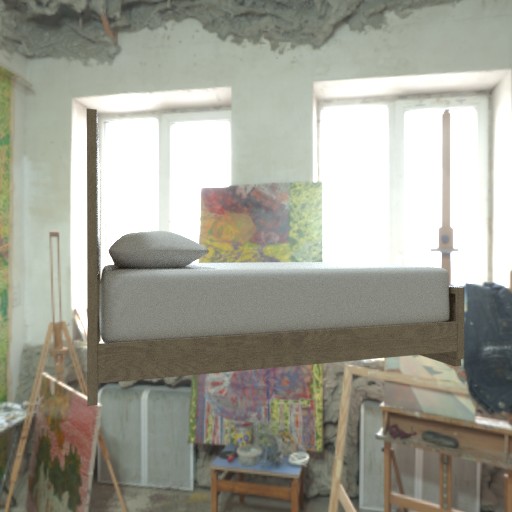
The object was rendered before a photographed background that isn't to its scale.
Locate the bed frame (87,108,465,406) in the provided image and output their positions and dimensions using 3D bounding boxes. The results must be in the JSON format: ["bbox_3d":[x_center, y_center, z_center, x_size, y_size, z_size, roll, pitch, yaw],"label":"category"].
[{"bbox_3d":[0.000,0.000,3.151,2.189,1.369,1.606,0,0,-19],"label":"bed frame"}]
